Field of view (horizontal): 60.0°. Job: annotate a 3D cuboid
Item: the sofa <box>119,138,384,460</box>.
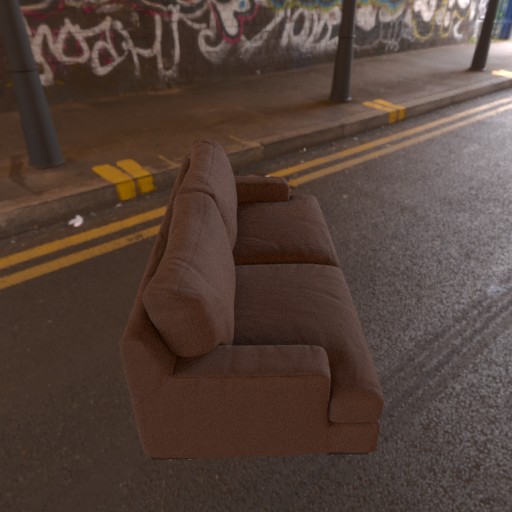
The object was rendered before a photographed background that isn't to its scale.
[{"bbox_3d":[0.000,0.000,2.834,1.140,0.950,2.274,-1,32,-1],"label":"sofa"}]
